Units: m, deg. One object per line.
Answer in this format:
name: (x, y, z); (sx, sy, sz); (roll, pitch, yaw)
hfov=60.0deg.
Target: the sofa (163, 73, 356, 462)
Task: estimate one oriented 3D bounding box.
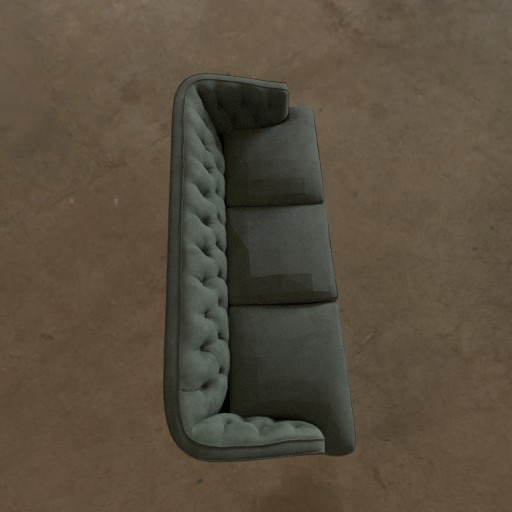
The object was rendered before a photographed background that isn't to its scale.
sofa: (0.000, 0.000, 2.713); (0.941, 0.855, 2.278); (-3, 66, -1)
